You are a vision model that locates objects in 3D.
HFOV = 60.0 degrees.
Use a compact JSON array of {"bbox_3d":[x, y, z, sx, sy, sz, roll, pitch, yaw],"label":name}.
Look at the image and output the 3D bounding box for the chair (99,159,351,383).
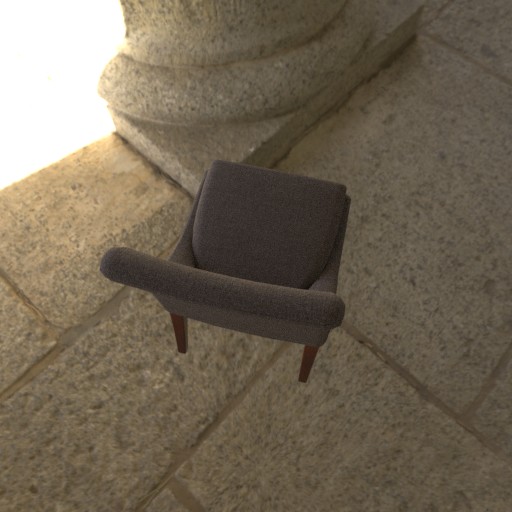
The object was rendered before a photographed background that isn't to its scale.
[{"bbox_3d":[0.000,0.000,1.322,0.508,0.952,0.655,12,65,6],"label":"chair"}]
